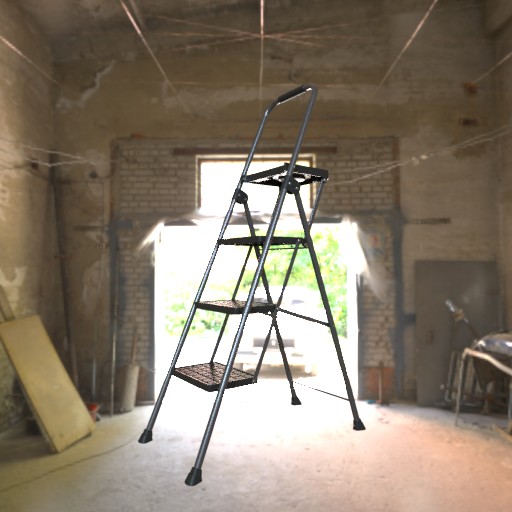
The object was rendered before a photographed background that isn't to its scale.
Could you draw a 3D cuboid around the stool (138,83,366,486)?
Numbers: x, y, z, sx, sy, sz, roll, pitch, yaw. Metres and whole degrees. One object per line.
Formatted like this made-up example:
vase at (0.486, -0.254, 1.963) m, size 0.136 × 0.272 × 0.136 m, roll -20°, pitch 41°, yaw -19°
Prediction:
stool at (0.000, 0.000, 1.594) m, size 0.733 × 1.277 × 0.396 m, roll 1°, pitch -1°, yaw -36°
